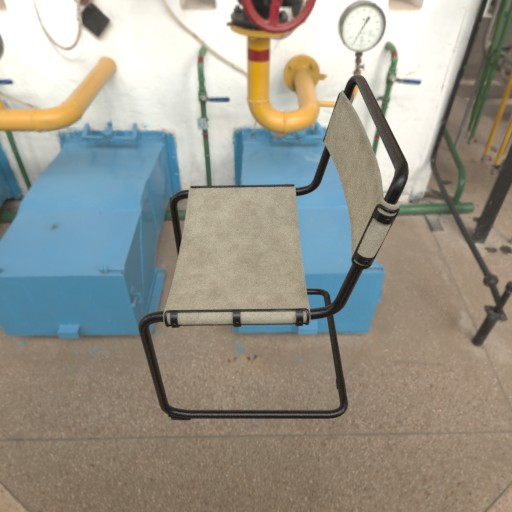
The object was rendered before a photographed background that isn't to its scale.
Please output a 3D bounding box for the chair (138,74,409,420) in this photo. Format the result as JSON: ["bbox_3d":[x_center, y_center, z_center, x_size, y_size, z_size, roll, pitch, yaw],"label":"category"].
[{"bbox_3d":[0.000,0.000,1.102,0.497,0.747,0.499,0,42,0],"label":"chair"}]
